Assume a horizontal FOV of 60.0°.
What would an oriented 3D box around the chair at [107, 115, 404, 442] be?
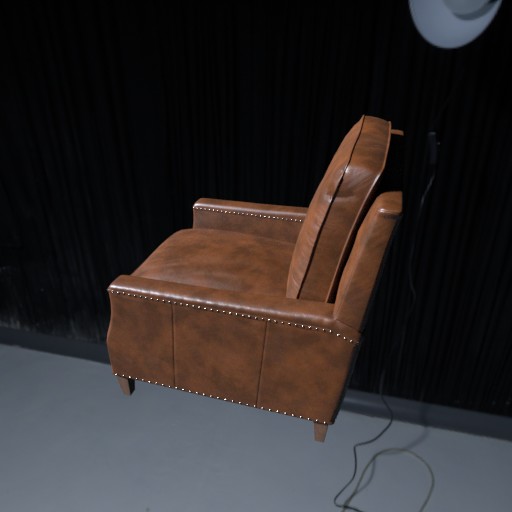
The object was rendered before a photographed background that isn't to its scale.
[{"bbox_3d":[0.000,0.000,1.826,1.035,1.054,0.854,8,31,14],"label":"chair"}]
